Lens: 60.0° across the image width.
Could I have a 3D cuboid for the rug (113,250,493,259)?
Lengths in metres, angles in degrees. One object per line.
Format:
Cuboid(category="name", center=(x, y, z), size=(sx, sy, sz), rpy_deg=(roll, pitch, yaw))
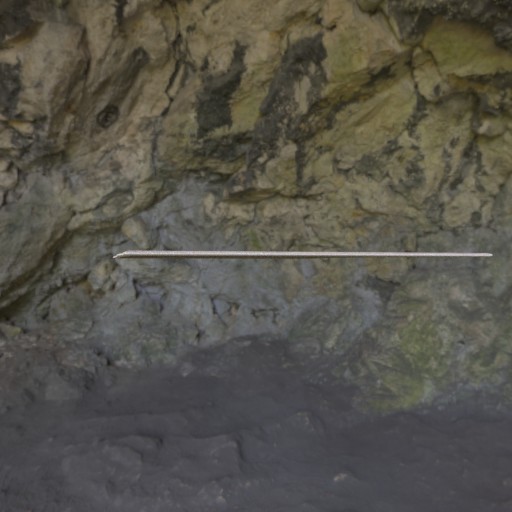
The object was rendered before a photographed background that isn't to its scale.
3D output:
Cuboid(category="rug", center=(0.000, 0.000, 4.111), size=(2.472, 0.035, 3.017), rpy_deg=(0, -1, -19))
